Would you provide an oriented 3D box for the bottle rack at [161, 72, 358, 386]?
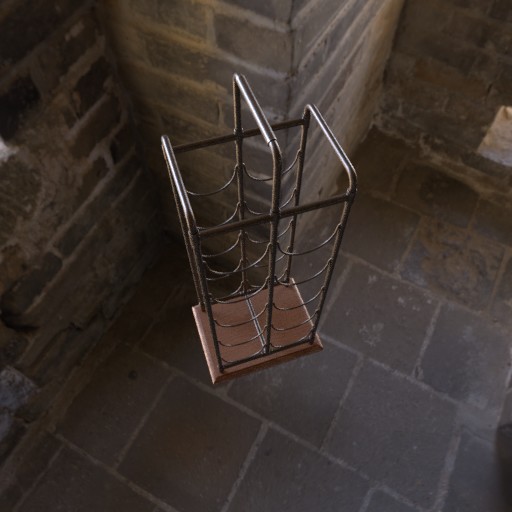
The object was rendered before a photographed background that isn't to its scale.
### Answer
[{"bbox_3d":[0.000,0.000,0.828,0.276,0.680,0.208,-16,58,-10],"label":"bottle rack"}]
